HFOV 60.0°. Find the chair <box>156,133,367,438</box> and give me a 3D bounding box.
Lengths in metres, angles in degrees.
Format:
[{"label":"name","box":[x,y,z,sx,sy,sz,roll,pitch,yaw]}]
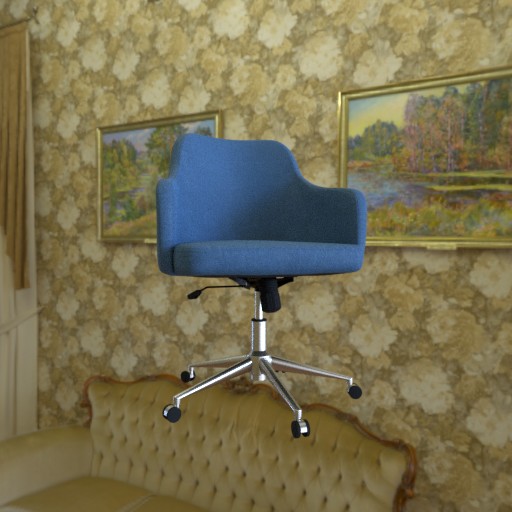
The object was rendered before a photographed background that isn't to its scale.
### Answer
[{"label":"chair","box":[0.000,0.000,1.300,0.599,0.820,0.655,0,1,-19]}]
